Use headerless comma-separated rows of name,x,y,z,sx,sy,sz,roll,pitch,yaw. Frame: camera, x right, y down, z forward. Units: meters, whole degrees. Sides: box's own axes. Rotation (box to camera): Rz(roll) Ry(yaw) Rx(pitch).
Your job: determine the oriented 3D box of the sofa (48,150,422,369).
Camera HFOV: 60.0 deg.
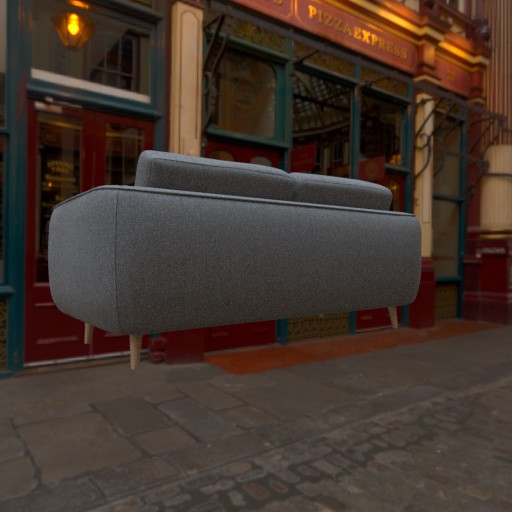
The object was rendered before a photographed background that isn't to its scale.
sofa,0.000,0.000,2.442,2.000,0.870,0.920,0,0,-37
